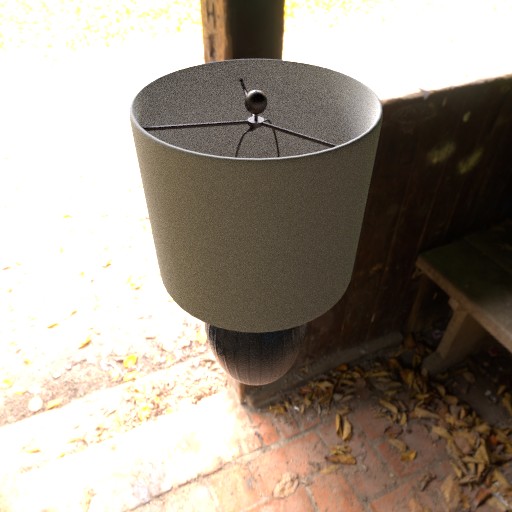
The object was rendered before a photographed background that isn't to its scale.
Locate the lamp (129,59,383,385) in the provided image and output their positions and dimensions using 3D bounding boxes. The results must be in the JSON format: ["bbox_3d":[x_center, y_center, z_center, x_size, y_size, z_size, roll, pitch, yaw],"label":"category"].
[{"bbox_3d":[0.000,0.000,0.763,0.329,0.570,0.329,26,47,26],"label":"lamp"}]
